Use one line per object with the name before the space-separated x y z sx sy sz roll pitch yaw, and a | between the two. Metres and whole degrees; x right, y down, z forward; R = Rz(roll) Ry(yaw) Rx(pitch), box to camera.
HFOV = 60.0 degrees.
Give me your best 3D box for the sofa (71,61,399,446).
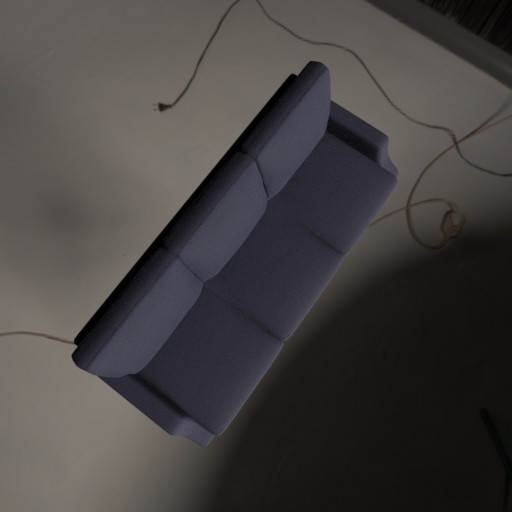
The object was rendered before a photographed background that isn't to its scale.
sofa | 0.000 0.000 2.643 0.888 0.984 2.115 35 79 8
